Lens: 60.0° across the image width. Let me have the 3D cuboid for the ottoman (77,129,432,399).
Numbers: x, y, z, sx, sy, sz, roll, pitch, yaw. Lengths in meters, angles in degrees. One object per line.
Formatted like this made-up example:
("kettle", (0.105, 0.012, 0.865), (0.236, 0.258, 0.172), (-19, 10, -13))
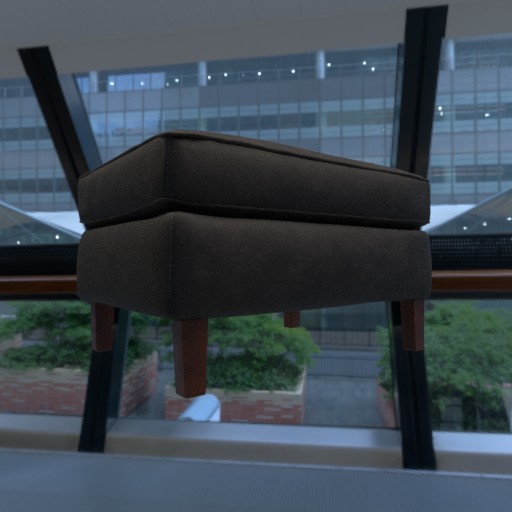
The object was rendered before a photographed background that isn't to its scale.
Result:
("ottoman", (0.000, 0.000, 0.978), (0.665, 0.413, 0.501), (0, -1, -37))
